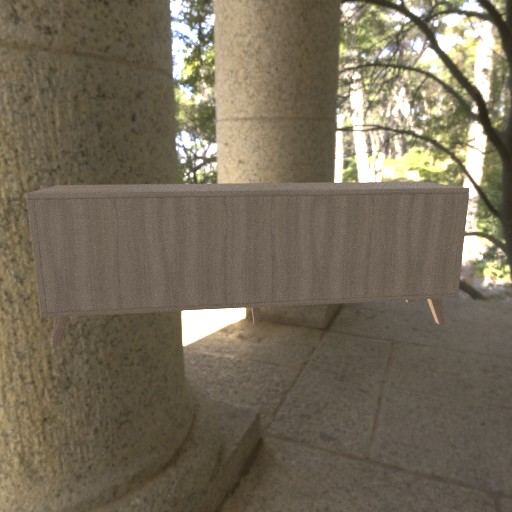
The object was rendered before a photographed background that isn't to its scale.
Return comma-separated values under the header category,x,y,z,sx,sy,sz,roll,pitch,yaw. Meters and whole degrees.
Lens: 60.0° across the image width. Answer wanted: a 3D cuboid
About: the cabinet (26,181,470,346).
category,x,y,z,sx,sy,sz,roll,pitch,yaw
cabinet,0.000,0.000,2.506,2.198,0.779,0.499,-2,14,-8
